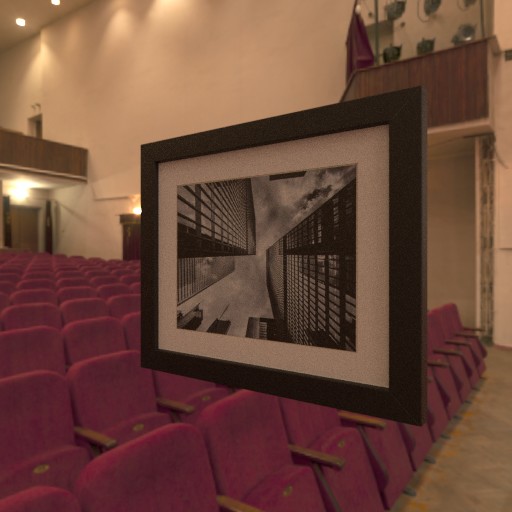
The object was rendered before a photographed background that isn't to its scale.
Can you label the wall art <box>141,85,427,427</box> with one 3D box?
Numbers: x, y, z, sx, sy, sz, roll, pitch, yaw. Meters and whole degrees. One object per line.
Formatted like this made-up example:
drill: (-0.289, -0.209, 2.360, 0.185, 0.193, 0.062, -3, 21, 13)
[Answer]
wall art: (0.000, 0.000, 0.759, 0.558, 0.457, 0.031, 0, 0, 35)
